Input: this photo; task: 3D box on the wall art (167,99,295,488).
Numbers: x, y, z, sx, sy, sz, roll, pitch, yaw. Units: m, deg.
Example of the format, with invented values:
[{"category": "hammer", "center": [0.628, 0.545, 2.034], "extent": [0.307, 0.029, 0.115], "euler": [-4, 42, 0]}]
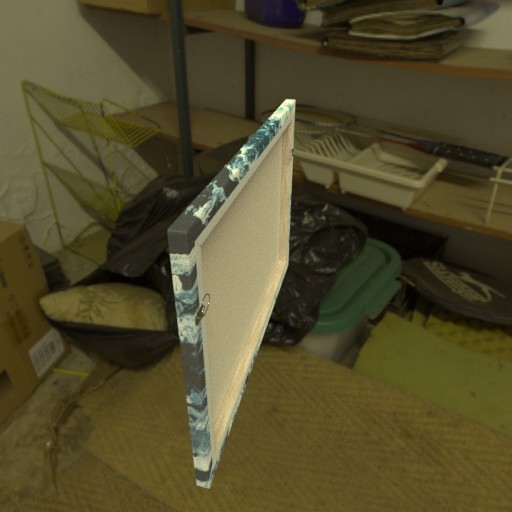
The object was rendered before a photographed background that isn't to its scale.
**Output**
[{"category": "wall art", "center": [0.000, 0.000, 1.931], "extent": [0.055, 1.017, 1.524], "euler": [7, 32, 12]}]
